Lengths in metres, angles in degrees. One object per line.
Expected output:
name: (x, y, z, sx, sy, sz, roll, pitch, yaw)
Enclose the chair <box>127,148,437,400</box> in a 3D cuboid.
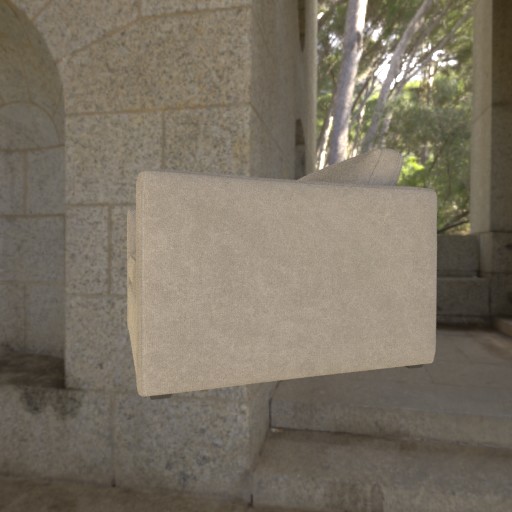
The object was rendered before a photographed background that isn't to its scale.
chair: (0.000, 0.000, 1.936, 1.091, 0.845, 1.190, 0, 1, -17)
